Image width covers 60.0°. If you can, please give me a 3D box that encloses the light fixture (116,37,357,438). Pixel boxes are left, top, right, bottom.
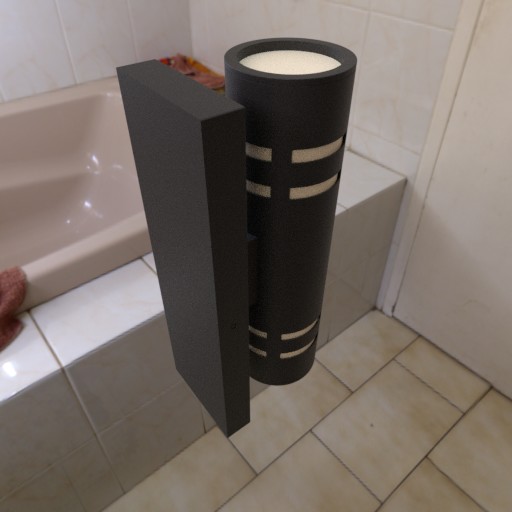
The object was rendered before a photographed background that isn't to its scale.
[{"bbox_3d":[0.000,0.000,0.397,0.149,0.330,0.105,-27,47,-27],"label":"light fixture"}]
